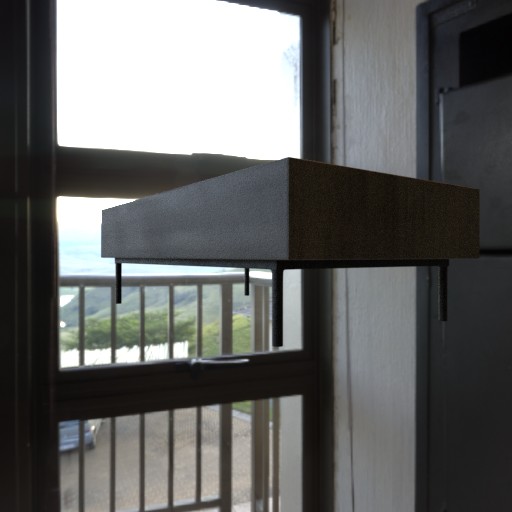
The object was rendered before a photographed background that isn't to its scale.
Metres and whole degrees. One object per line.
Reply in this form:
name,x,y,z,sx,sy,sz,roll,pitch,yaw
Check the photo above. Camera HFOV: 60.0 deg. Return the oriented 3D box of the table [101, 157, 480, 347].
table,0.000,0.000,1.397,0.643,0.347,1.088,0,0,-36
